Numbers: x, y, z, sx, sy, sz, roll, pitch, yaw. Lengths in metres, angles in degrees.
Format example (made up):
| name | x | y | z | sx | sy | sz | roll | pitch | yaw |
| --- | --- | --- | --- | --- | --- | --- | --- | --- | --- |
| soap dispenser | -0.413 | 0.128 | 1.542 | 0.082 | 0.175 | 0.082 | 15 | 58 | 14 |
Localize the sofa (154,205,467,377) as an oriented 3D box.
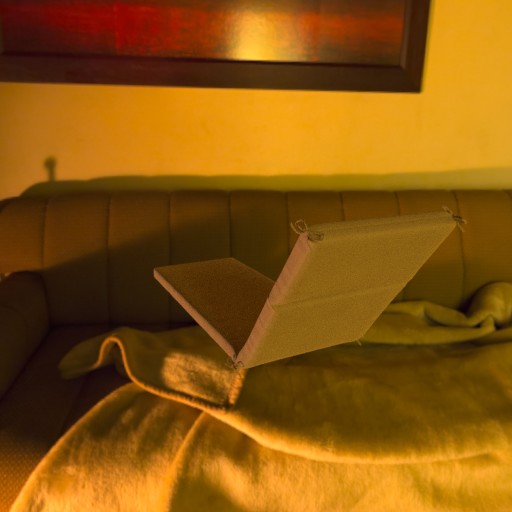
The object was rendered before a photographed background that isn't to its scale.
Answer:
| name | x | y | z | sx | sy | sz | roll | pitch | yaw |
| --- | --- | --- | --- | --- | --- | --- | --- | --- | --- |
| sofa | 0.000 | 0.000 | 1.950 | 0.582 | 0.622 | 1.663 | -8 | 17 | -26 |
